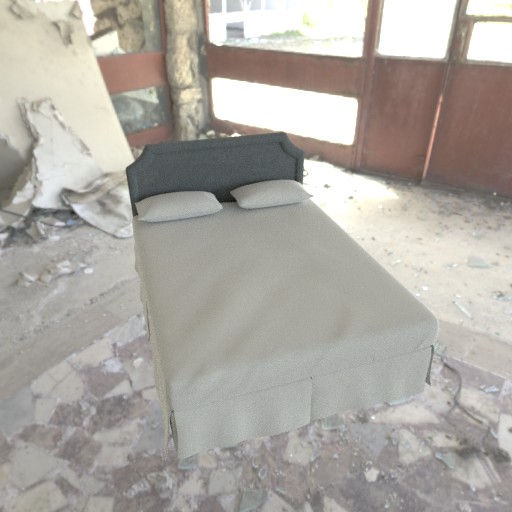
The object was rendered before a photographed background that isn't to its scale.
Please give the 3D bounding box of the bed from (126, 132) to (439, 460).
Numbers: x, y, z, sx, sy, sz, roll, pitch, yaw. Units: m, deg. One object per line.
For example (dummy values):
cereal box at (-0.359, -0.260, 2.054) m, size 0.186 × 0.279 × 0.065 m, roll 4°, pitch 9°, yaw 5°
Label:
bed at (0.000, 0.000, 3.671) m, size 1.977 × 1.306 × 2.464 m, roll -10°, pitch 32°, yaw -15°
